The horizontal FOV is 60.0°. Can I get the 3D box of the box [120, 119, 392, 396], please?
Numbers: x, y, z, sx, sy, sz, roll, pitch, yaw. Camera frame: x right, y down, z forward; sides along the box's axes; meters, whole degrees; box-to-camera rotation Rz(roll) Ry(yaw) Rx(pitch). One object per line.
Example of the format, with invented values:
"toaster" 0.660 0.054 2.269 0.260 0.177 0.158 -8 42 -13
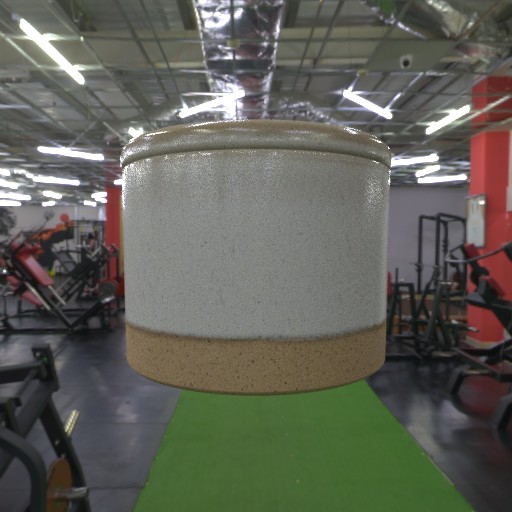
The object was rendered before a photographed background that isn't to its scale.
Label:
"box" 0.000 0.000 0.265 0.154 0.123 0.154 0 2 0
